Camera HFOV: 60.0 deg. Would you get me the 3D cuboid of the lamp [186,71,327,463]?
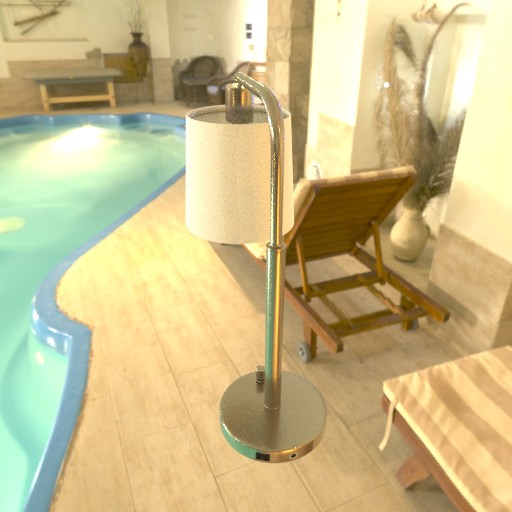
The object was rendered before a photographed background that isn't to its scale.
[{"bbox_3d":[0.000,0.000,0.649,0.171,0.489,0.333,-9,29,-16],"label":"lamp"}]
